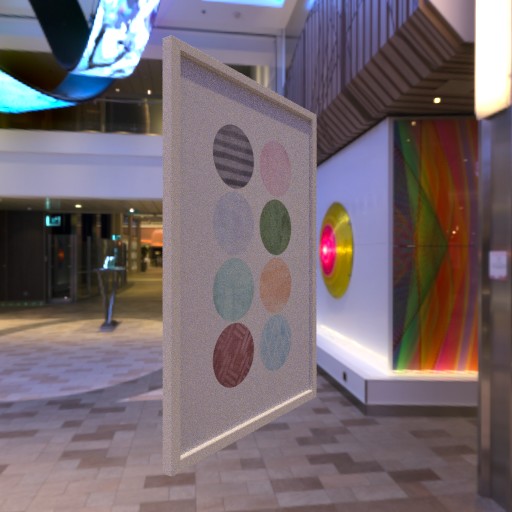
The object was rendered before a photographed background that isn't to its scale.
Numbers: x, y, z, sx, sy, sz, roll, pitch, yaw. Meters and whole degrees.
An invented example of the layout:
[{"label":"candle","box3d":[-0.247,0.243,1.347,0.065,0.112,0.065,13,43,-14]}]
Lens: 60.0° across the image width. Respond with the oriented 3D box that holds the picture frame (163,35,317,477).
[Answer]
[{"label":"picture frame","box3d":[0.000,0.000,0.564,0.013,0.434,0.305,0,0,35]}]
